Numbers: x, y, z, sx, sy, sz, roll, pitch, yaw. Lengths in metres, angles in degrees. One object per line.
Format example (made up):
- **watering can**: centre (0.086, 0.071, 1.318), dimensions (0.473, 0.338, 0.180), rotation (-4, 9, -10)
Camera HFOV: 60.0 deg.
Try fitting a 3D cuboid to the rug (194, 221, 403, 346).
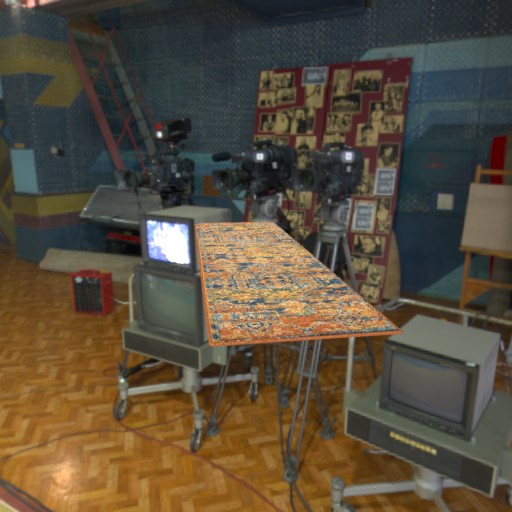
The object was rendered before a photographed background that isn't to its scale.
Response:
- **rug**: centre (0.000, 0.000, 2.529), dimensions (0.651, 0.016, 2.274), rotation (-2, 14, -9)
